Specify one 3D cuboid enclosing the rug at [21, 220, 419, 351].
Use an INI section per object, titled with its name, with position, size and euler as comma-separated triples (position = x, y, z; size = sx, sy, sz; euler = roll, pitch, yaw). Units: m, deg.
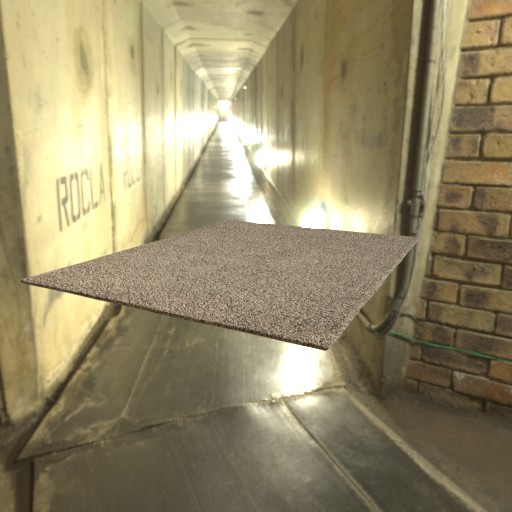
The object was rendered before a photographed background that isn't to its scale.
[rug]
position = 0.000, 0.000, 4.095
size = 2.438, 0.029, 3.047
euler = 8, 16, 27
